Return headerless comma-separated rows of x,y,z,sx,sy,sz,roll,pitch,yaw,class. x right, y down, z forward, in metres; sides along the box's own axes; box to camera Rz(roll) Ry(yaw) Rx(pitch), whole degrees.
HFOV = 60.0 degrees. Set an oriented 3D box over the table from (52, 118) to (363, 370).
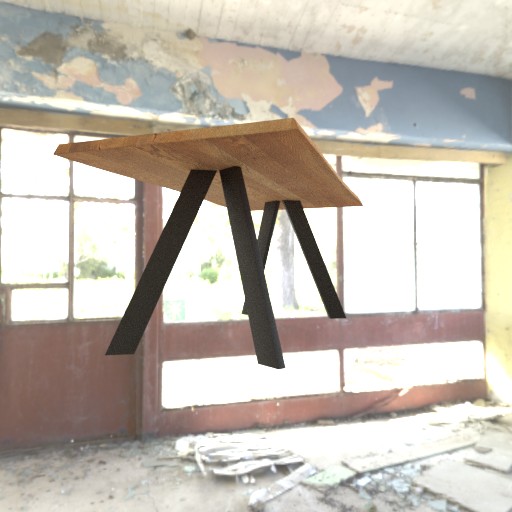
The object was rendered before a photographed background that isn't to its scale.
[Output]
0.000,0.000,2.261,0.900,0.770,1.800,0,-1,19,table
